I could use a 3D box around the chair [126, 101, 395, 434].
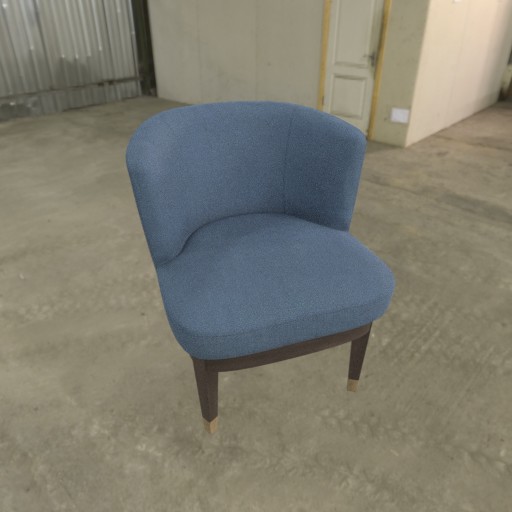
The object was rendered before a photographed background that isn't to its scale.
[{"bbox_3d":[0.000,0.000,1.329,0.661,0.760,0.702,-10,33,-16],"label":"chair"}]
